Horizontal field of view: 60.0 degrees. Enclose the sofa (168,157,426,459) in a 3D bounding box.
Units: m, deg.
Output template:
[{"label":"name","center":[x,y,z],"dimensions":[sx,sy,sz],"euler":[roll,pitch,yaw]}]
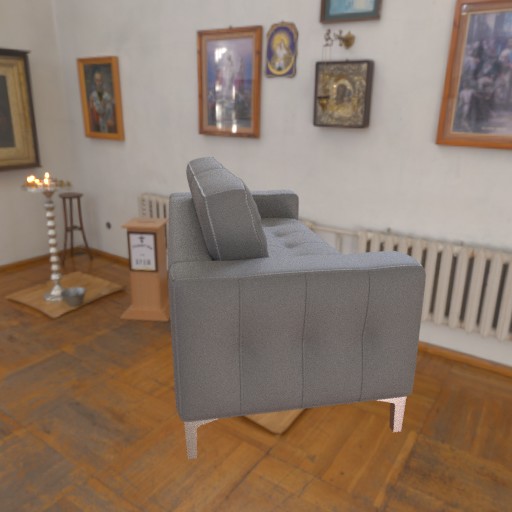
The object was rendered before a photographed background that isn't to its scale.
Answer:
[{"label":"sofa","center":[0.000,0.000,2.195],"dimensions":[0.833,0.892,1.726],"euler":[-3,17,-10]}]
